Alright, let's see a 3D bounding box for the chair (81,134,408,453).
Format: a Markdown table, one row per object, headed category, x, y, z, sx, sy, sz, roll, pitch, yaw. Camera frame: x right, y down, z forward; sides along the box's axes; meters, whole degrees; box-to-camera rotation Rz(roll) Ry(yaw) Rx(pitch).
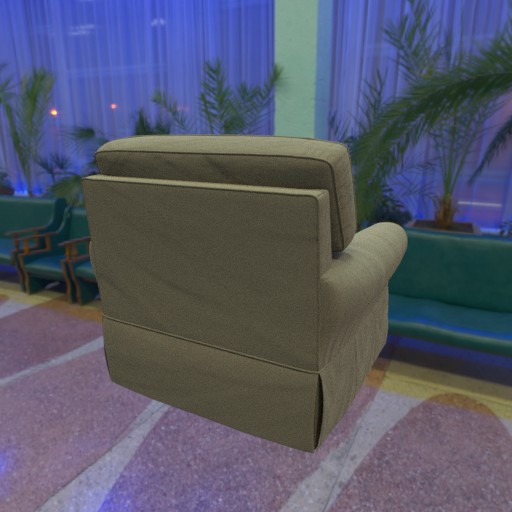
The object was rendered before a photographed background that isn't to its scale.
| category | x | y | z | sx | sy | sz | roll | pitch | yaw |
| --- | --- | --- | --- | --- | --- | --- | --- | --- | --- |
| chair | 0.000 | 0.000 | 1.912 | 1.135 | 1.017 | 0.988 | 9 | 18 | 27 |
